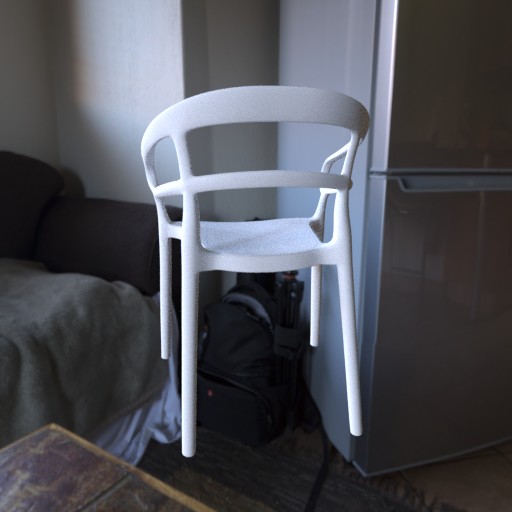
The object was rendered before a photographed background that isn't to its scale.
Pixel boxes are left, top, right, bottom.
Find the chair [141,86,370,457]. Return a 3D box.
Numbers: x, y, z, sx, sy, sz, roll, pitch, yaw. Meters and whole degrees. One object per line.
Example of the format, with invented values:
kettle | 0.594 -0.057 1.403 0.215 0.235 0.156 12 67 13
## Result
chair | 0.000 0.000 1.142 0.559 0.761 0.527 -3 14 -10
